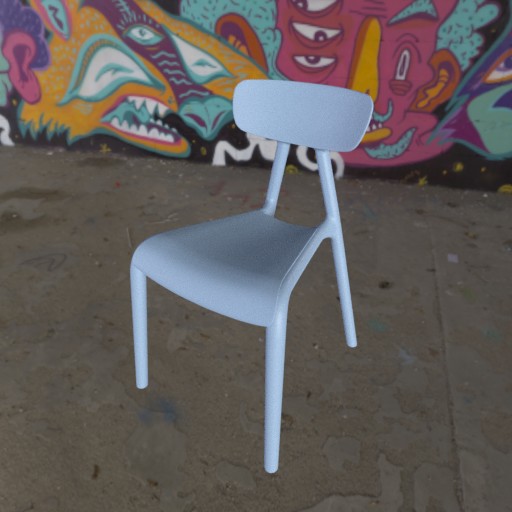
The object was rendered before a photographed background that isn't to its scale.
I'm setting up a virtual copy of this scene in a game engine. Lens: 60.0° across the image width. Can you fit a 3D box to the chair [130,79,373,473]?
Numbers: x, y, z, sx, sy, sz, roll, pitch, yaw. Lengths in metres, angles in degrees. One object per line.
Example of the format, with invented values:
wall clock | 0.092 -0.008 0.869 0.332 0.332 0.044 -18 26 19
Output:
chair | 0.000 0.000 0.854 0.356 0.580 0.401 20 36 30
